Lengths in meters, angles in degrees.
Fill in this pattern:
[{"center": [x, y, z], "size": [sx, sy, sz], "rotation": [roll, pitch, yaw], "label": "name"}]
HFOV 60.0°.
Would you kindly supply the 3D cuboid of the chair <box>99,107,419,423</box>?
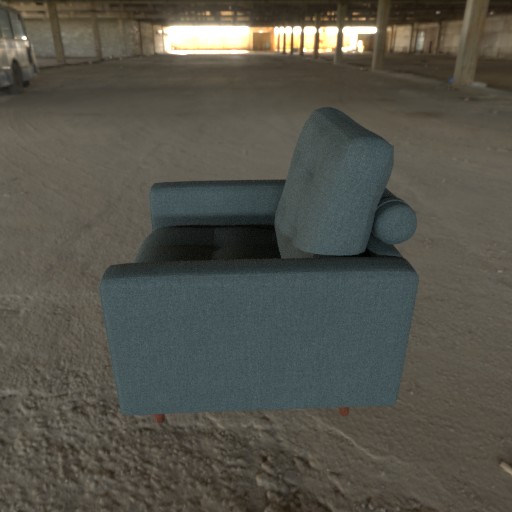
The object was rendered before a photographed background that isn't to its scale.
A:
[{"center": [0.000, 0.000, 1.480], "size": [0.843, 0.880, 0.821], "rotation": [-1, 26, -3], "label": "chair"}]
